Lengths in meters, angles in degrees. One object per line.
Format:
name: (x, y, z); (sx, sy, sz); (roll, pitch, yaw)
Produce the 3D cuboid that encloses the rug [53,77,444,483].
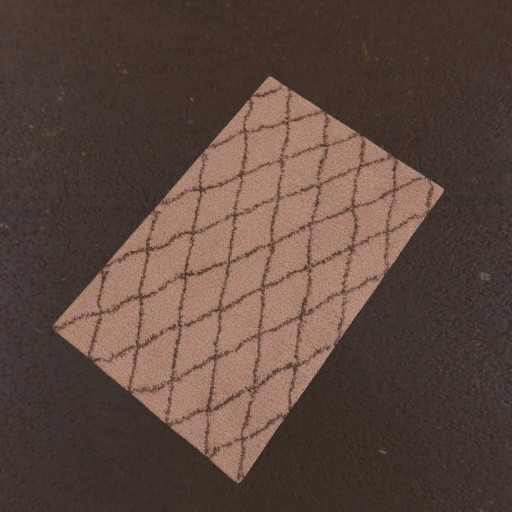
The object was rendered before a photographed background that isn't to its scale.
rug: (0.000, 0.000, 3.471); (1.778, 0.030, 2.743); (36, 78, 9)
